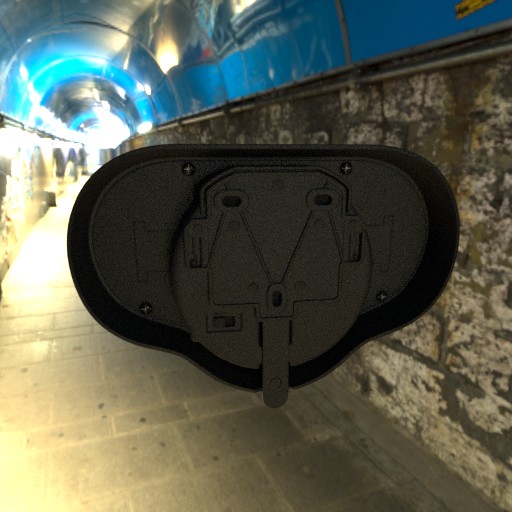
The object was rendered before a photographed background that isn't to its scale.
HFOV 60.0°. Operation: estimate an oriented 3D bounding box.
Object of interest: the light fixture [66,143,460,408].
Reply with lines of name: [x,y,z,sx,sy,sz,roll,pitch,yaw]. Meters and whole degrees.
light fixture: [0.000,0.000,0.333,0.229,0.159,0.159,-2,13,-9]
